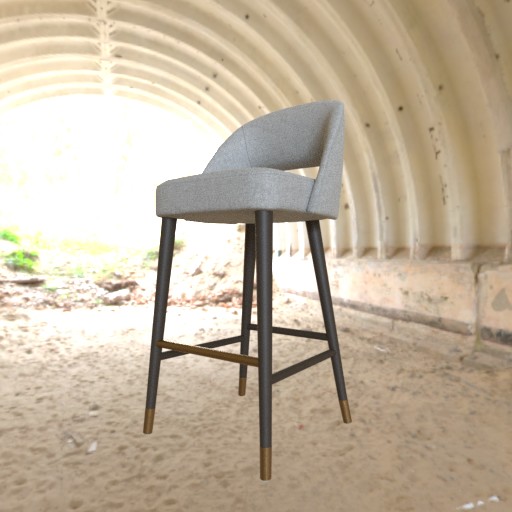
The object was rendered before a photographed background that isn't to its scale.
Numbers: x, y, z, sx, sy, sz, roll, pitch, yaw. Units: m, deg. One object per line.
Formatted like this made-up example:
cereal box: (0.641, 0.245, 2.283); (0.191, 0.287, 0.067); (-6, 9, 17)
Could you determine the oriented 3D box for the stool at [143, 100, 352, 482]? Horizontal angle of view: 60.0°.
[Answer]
stool: (0.000, 0.000, 1.350); (0.494, 1.037, 0.509); (1, 1, 38)
